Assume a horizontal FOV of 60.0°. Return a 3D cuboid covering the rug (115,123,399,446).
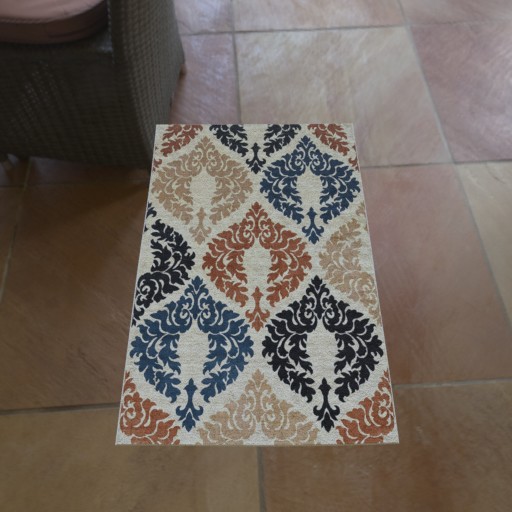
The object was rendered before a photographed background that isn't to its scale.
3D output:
[{"bbox_3d":[0.000,0.000,2.873,1.514,0.014,2.275,0,63,0],"label":"rug"}]
